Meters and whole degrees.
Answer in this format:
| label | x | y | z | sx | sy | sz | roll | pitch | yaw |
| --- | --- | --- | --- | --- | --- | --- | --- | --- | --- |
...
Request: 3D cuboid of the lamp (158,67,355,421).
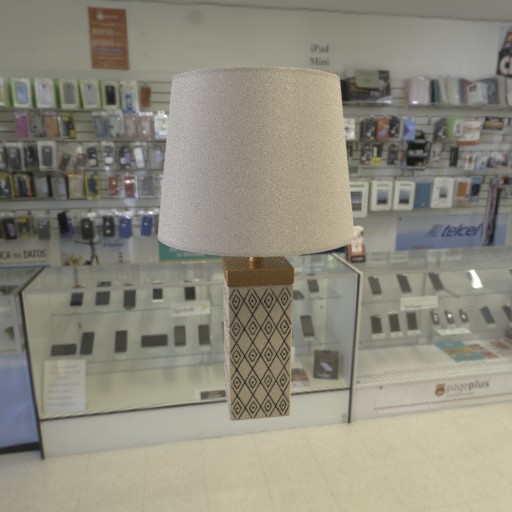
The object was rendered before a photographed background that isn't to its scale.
| label | x | y | z | sx | sy | sz | roll | pitch | yaw |
| --- | --- | --- | --- | --- | --- | --- | --- | --- | --- |
| lamp | 0.000 | 0.000 | 0.586 | 0.251 | 0.435 | 0.251 | 0 | 14 | 0 |
